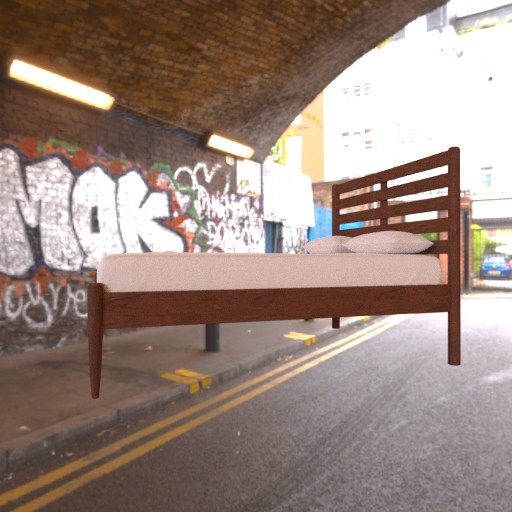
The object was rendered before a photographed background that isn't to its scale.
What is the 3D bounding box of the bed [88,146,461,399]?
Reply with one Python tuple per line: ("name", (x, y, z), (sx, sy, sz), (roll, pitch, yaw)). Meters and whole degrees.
("bed", (0.000, 0.000, 3.016), (2.093, 1.304, 1.509), (0, 0, -19))
